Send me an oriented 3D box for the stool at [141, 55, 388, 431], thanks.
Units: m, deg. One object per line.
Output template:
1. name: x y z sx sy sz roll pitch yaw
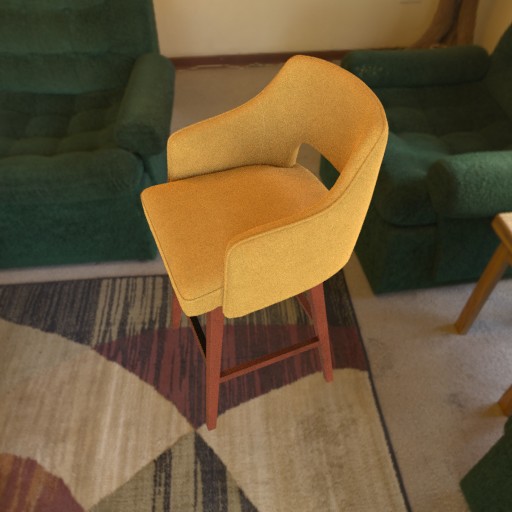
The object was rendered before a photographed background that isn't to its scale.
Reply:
1. stool: 0.000 0.000 1.349 0.558 1.012 0.548 -17 48 -16
